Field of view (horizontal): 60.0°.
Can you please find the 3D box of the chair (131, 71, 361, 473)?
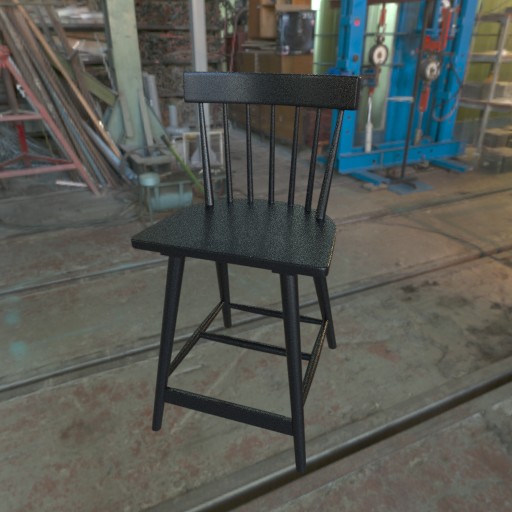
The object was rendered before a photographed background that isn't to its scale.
[{"bbox_3d":[0.000,0.000,1.263,0.483,0.952,0.572,9,28,17],"label":"chair"}]
